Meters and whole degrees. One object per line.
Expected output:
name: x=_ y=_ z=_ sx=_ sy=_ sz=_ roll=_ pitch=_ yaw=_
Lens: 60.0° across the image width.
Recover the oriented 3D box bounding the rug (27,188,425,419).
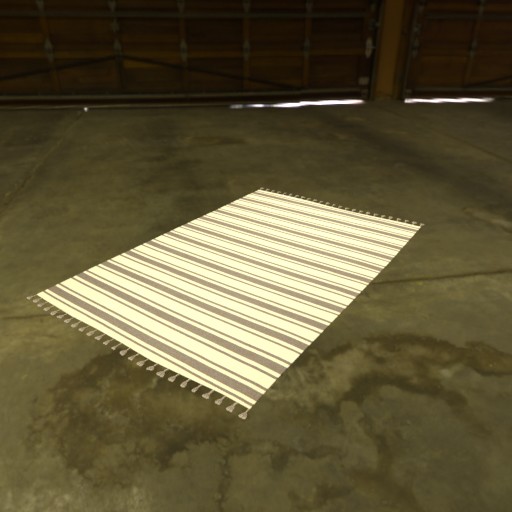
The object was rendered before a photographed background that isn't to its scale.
rug: x=0.000 y=0.000 z=3.027 sx=1.563 sy=0.014 sz=2.425 roll=18 pitch=32 yaw=31
